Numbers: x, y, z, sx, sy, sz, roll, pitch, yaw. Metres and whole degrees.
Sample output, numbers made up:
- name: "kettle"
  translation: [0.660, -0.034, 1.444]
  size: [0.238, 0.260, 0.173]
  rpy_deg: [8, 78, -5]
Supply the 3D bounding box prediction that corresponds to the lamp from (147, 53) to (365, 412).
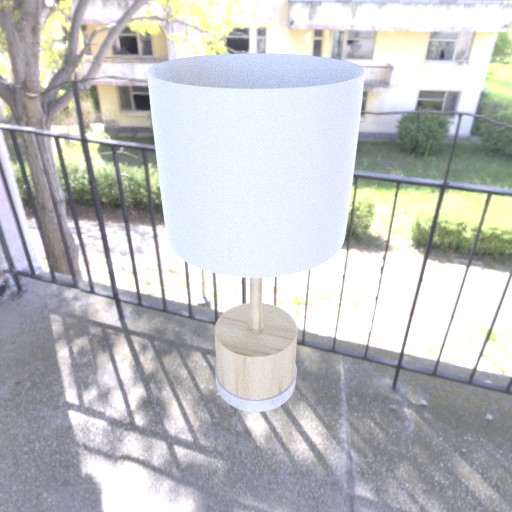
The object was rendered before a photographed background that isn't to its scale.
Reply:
- name: "lamp"
  translation: [0.000, 0.000, 0.594]
  size: [0.229, 0.470, 0.229]
  rpy_deg: [10, 33, 16]
